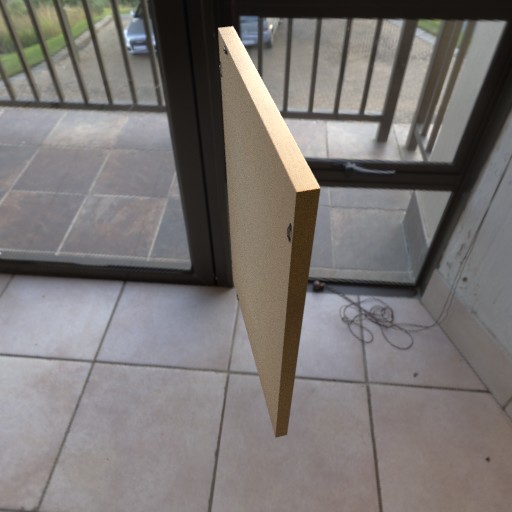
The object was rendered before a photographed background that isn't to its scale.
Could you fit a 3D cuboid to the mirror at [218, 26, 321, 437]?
[{"bbox_3d":[0.000,0.000,1.158,0.040,0.915,0.609,-10,48,-9],"label":"mirror"}]
